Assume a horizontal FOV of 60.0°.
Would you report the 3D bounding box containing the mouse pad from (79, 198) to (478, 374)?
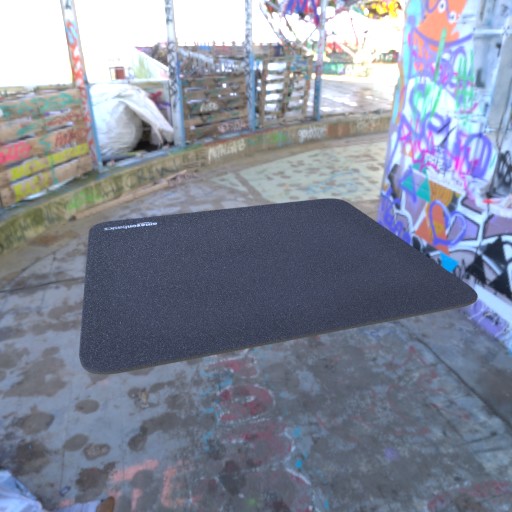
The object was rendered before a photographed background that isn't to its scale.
[{"bbox_3d":[0.000,0.000,0.341,0.249,0.002,0.211,-8,28,-15],"label":"mouse pad"}]
